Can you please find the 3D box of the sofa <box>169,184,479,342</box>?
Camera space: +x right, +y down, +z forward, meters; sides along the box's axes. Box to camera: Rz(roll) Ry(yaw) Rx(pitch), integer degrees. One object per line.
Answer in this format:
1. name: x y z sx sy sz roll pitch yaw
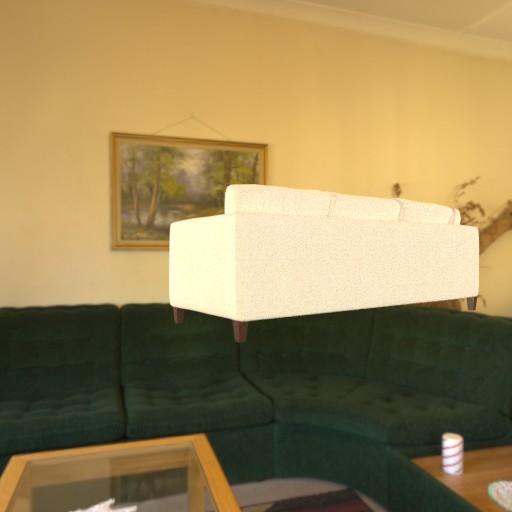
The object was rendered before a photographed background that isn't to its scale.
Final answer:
1. sofa: 0.000 0.000 4.531 2.593 0.947 3.302 0 1 -35
